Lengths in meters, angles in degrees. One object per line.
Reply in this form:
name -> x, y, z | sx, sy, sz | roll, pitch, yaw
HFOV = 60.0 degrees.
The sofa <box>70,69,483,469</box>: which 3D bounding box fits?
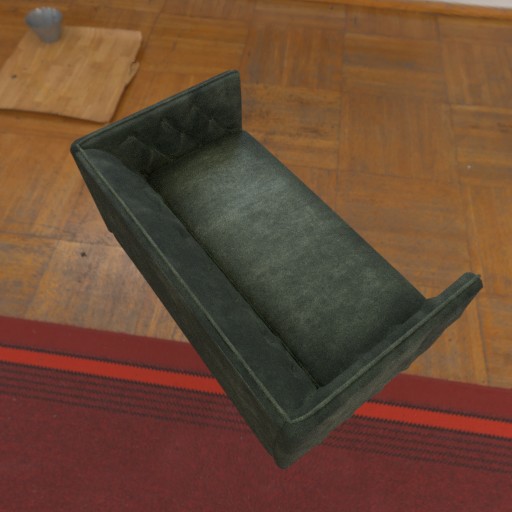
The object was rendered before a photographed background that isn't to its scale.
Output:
sofa -> 0.000, 0.000, 2.018 | 0.895, 0.768, 1.537 | -33, 63, -19
